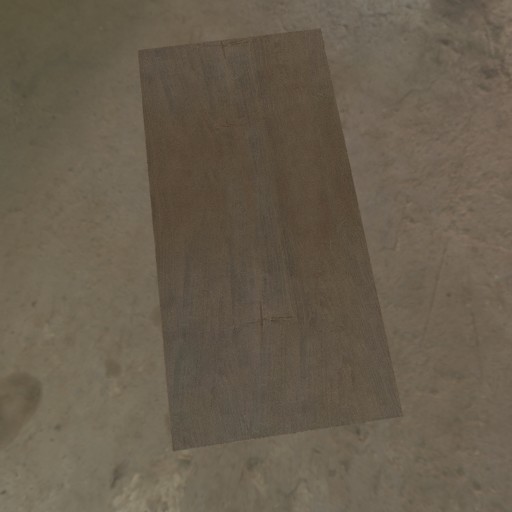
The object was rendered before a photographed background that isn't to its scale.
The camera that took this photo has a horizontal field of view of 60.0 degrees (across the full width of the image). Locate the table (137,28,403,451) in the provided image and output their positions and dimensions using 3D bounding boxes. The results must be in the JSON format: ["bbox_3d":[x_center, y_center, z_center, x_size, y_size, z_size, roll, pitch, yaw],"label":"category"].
[{"bbox_3d":[0.000,0.000,1.632,0.556,0.914,1.119,-8,76,-2],"label":"table"}]
